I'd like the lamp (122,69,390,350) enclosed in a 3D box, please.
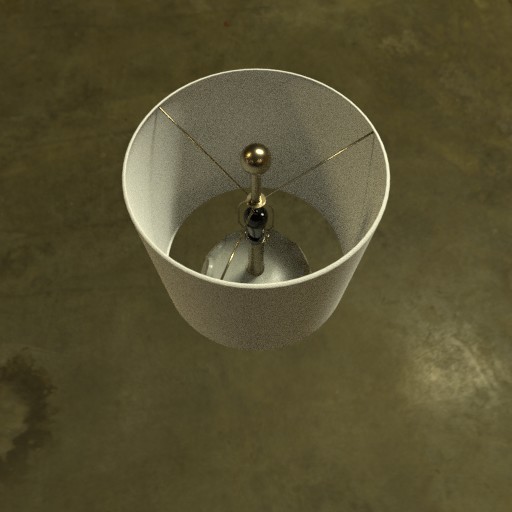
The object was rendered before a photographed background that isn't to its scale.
[{"bbox_3d":[0.000,0.000,0.607,0.254,0.452,0.254,0,65,0],"label":"lamp"}]
